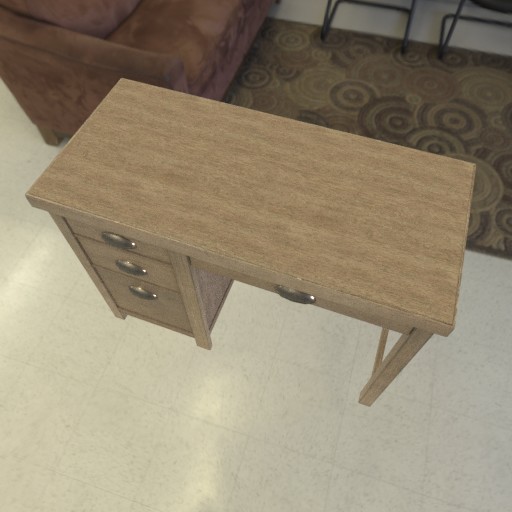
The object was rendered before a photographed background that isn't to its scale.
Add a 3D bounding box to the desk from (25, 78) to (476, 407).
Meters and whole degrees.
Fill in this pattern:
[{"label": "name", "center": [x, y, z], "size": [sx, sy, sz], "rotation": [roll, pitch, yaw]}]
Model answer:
[{"label": "desk", "center": [0.000, 0.000, 1.773], "size": [1.289, 0.912, 0.610], "rotation": [17, 59, 10]}]
